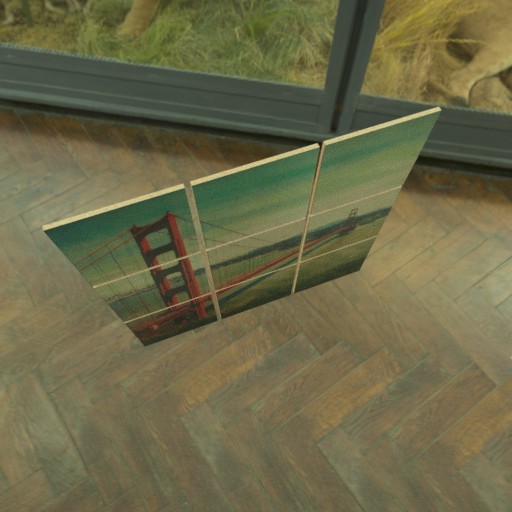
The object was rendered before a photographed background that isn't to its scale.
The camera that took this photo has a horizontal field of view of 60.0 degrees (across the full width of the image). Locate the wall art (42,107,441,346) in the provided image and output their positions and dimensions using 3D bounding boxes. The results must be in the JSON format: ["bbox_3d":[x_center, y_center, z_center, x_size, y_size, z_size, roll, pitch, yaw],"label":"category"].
[{"bbox_3d":[0.000,0.000,1.819,1.217,1.207,0.016,-19,65,-9],"label":"wall art"}]
